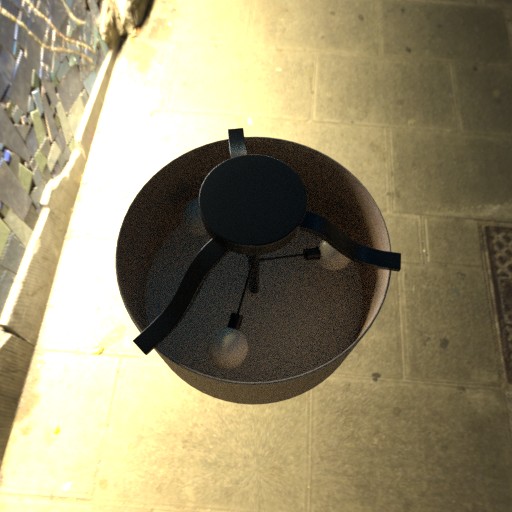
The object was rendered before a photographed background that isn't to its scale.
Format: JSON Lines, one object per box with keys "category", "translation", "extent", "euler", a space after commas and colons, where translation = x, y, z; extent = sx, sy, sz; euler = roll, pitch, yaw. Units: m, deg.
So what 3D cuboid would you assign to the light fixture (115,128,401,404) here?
{"category": "light fixture", "translation": [0.000, 0.000, 0.648], "extent": [0.390, 0.306, 0.390], "euler": [0, 64, 0]}
